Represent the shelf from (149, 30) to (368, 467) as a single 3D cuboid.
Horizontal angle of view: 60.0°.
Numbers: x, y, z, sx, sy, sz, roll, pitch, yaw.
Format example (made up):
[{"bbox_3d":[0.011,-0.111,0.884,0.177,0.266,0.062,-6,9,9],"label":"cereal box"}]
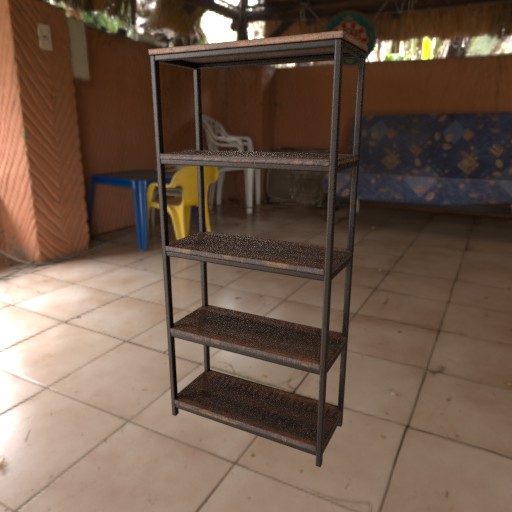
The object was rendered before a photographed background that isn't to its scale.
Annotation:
[{"bbox_3d":[0.000,0.000,2.162,0.874,1.860,0.359,8,18,26],"label":"shelf"}]
